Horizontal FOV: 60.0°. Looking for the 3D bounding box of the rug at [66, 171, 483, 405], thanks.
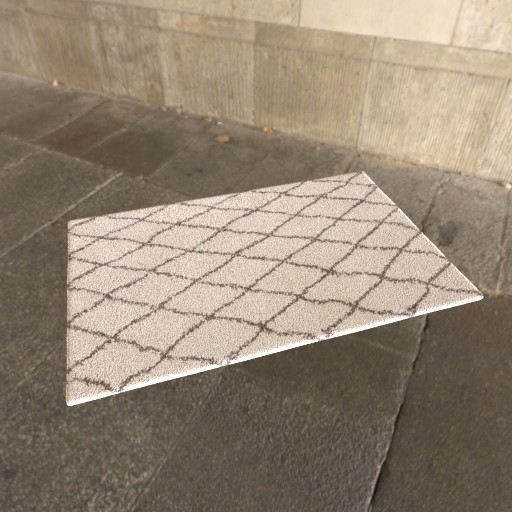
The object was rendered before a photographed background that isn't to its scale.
[{"bbox_3d":[0.000,0.000,3.383,2.743,0.030,1.778,-12,42,-13],"label":"rug"}]
